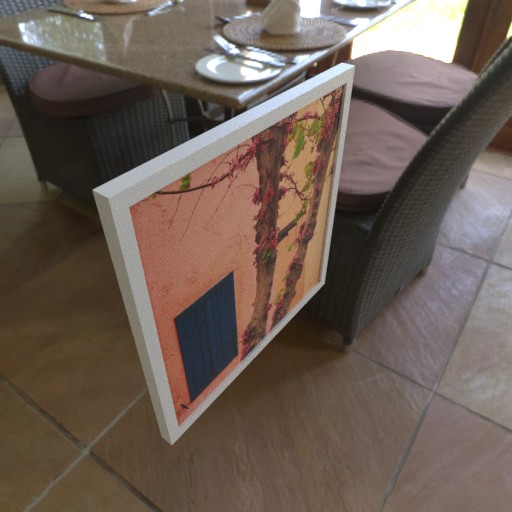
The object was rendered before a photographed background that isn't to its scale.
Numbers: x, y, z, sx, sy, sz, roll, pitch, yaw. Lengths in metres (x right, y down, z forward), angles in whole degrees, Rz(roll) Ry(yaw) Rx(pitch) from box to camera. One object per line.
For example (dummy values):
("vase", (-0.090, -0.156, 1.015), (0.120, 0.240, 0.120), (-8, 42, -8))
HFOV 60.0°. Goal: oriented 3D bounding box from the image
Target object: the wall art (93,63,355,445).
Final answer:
("wall art", (0.000, 0.000, 1.141), (0.038, 0.762, 0.762), (27, 47, 28))
